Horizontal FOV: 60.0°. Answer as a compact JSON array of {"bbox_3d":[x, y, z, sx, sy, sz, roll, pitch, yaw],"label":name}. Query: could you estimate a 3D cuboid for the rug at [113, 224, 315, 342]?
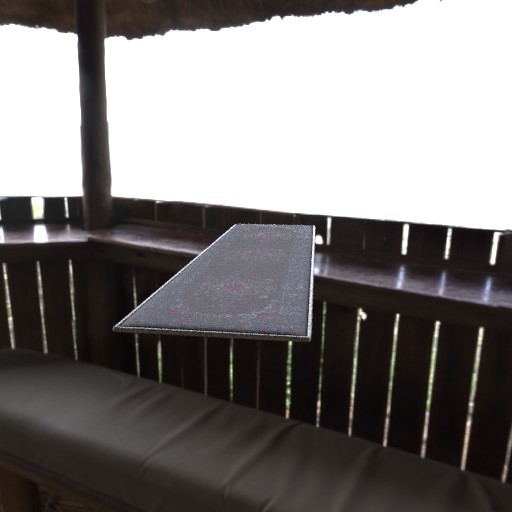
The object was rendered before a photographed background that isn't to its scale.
[{"bbox_3d":[0.000,0.000,2.537,0.659,0.019,2.297,2,13,8],"label":"rug"}]
